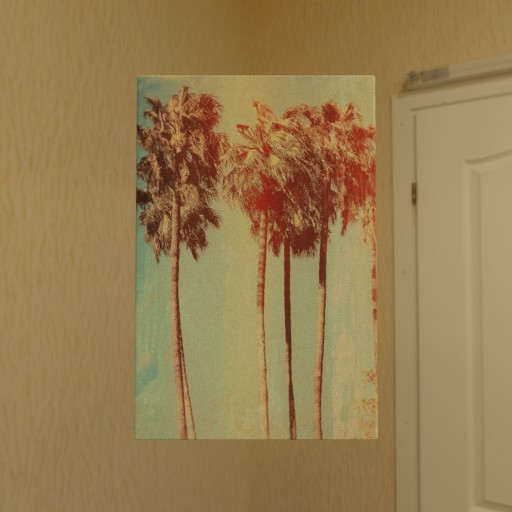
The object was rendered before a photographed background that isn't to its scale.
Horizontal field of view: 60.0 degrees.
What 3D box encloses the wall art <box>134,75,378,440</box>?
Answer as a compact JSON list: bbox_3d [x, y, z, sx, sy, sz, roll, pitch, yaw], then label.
[{"bbox_3d":[0.000,0.000,0.479,0.251,0.380,0.039,0,-2,0],"label":"wall art"}]
